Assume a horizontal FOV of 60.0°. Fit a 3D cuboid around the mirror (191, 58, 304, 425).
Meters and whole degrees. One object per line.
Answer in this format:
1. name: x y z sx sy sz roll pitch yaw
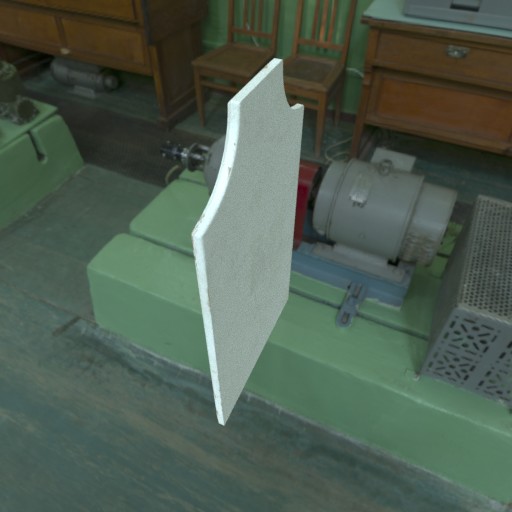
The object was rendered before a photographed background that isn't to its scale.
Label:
1. mirror: 0.000 0.000 0.880 0.022 0.717 0.403 18 48 16
